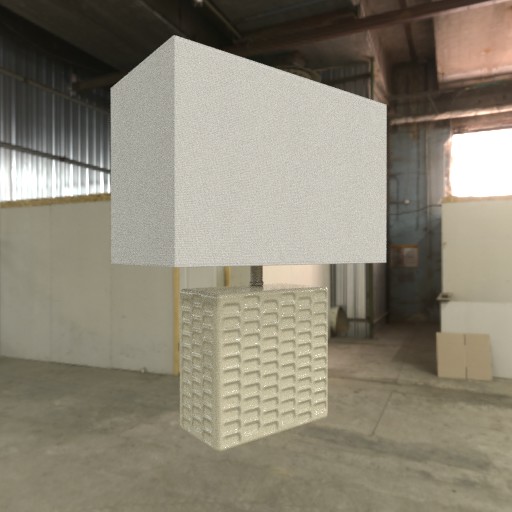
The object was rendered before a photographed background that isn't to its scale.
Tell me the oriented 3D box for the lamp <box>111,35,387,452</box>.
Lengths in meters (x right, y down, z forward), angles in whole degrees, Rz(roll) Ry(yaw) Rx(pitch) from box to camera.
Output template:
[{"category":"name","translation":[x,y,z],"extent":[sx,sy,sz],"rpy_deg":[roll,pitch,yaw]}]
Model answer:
[{"category":"lamp","translation":[0.000,0.000,0.682],"extent":[0.380,0.515,0.200],"rpy_deg":[0,1,-37]}]
